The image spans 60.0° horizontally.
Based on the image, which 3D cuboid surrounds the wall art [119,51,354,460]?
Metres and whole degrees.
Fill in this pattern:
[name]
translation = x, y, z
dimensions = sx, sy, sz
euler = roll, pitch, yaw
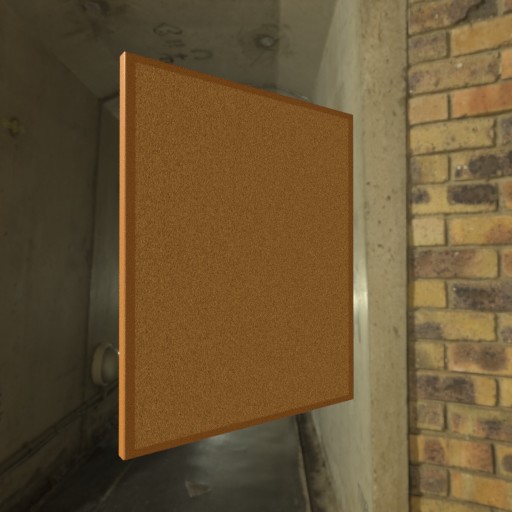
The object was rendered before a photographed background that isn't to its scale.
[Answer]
[wall art]
translation = 0.000, 0.000, 0.505
dimensions = 0.310, 0.379, 0.015
euler = 0, -1, -36
